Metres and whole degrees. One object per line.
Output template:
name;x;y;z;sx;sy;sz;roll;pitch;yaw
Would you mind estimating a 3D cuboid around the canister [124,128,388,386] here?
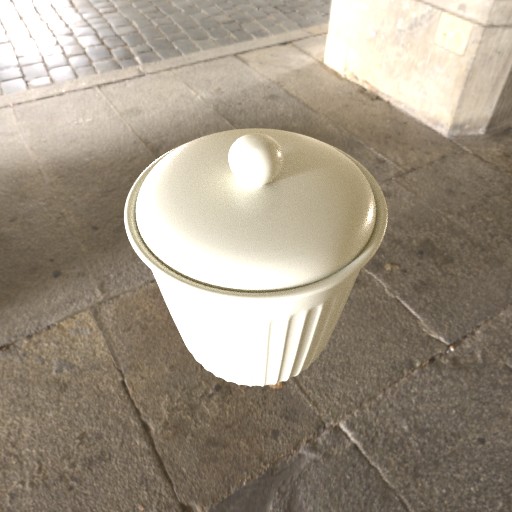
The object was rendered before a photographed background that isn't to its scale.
canister;0.000;0.000;0.353;0.181;0.211;0.181;0;46;0
